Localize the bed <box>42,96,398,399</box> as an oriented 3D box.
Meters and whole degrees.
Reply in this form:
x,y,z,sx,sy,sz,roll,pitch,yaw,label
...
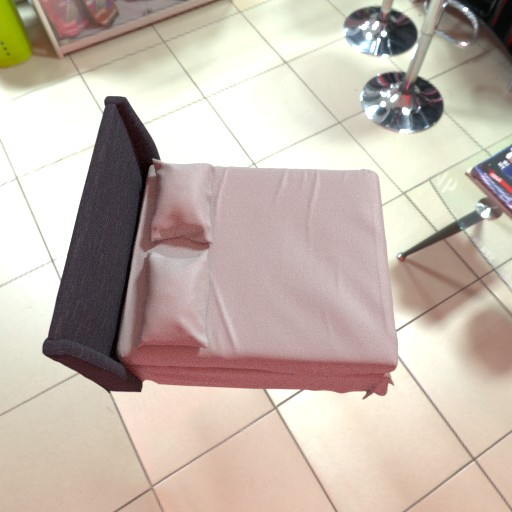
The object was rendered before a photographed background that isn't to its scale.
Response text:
x,y,z,sx,sy,sz,roll,pitch,yaw,label
0.000,0.000,3.365,2.276,1.332,1.925,2,64,1,bed
